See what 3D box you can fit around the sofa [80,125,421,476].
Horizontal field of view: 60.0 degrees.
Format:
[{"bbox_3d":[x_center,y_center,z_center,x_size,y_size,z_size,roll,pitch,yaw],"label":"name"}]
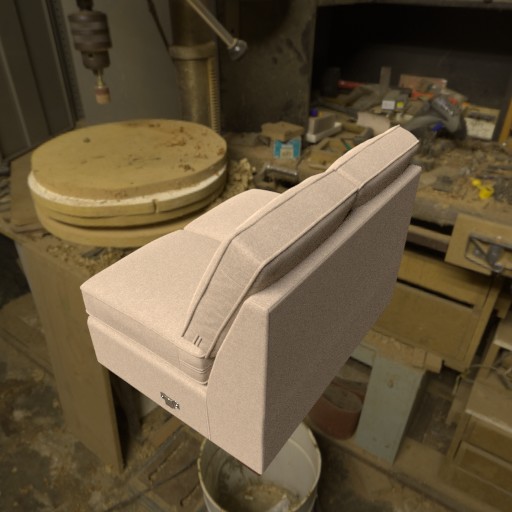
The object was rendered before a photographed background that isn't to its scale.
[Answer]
[{"bbox_3d":[0.000,0.000,1.974,0.951,1.008,1.237,22,39,29],"label":"sofa"}]
